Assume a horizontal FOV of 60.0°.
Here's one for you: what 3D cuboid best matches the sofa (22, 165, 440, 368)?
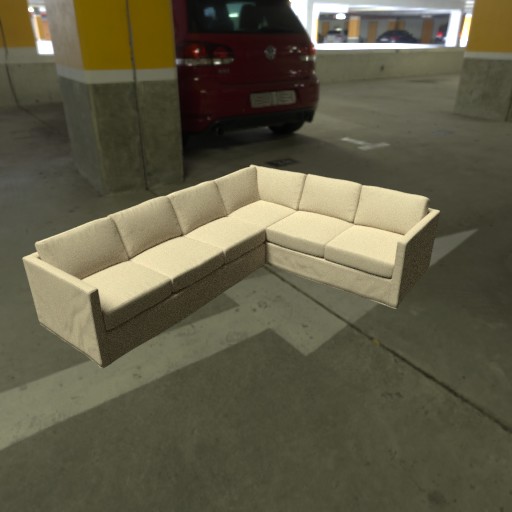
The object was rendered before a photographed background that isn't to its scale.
[{"bbox_3d":[0.000,0.000,4.215,2.432,0.871,3.182,18,32,32],"label":"sofa"}]
